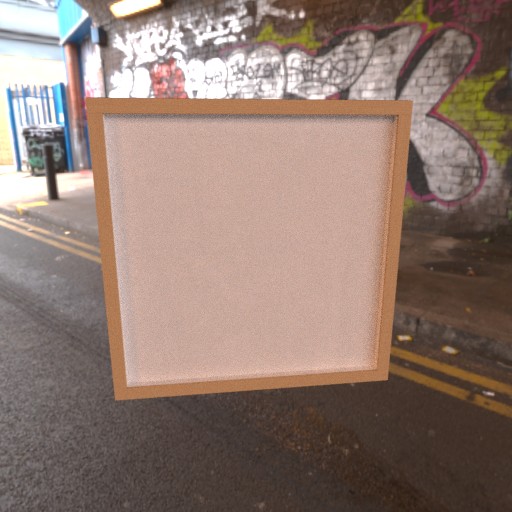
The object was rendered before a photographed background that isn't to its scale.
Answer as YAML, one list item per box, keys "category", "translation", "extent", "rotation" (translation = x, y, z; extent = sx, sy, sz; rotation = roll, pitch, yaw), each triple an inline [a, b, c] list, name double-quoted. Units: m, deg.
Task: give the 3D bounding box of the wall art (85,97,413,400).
- category: "wall art"
  translation: [0.000, 0.000, 1.365]
  extent: [0.914, 0.914, 0.038]
  rotation: [-2, 16, -7]
